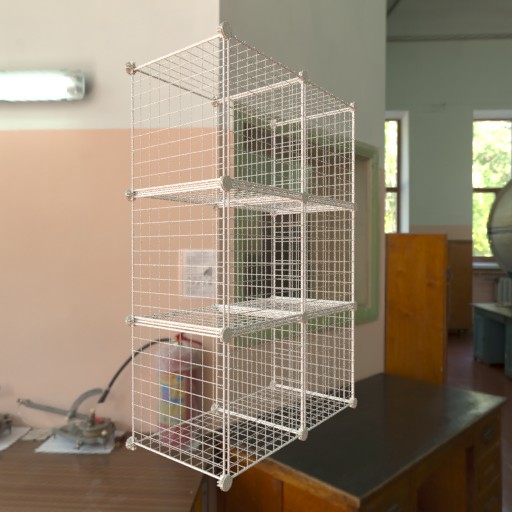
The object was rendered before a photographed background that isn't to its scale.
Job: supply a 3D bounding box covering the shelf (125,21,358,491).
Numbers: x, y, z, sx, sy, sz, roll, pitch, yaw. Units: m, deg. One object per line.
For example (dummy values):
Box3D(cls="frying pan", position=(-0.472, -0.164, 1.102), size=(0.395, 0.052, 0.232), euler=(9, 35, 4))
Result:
Box3D(cls="shelf", position=(0.000, 0.000, 1.386), size=(0.356, 1.067, 0.711), euler=(0, 1, 37))
